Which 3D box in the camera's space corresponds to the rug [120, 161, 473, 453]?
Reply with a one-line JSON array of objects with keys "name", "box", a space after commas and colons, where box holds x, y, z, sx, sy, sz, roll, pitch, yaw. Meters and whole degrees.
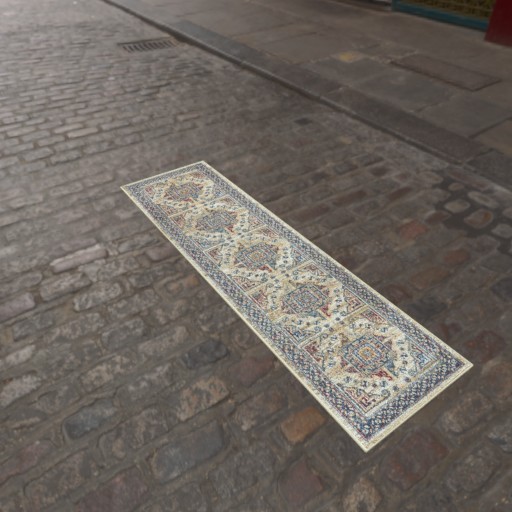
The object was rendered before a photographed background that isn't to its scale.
[{"name": "rug", "box": [0.000, 0.000, 2.480, 0.661, 0.013, 2.297, -24, 45, -27]}]
